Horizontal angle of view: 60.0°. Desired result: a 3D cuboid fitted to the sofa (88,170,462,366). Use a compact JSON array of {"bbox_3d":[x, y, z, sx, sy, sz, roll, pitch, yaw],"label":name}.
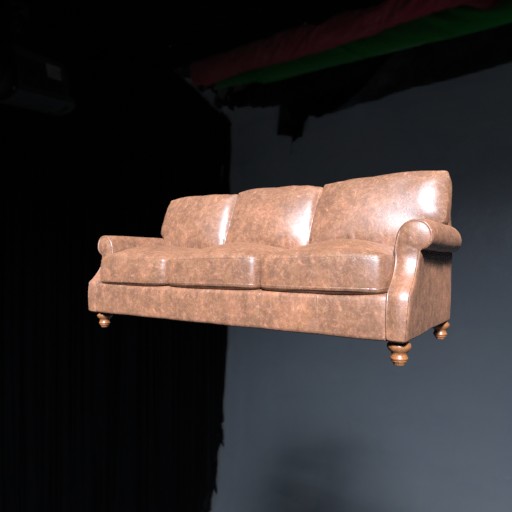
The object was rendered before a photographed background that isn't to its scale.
[{"bbox_3d":[0.000,0.000,2.850,2.351,0.977,0.973,-1,-1,34],"label":"sofa"}]
